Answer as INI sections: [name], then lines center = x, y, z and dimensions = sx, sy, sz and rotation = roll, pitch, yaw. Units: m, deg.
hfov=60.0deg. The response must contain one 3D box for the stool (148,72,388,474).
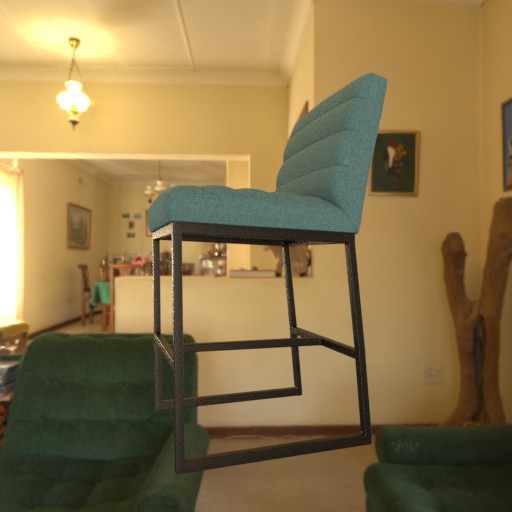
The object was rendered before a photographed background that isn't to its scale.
[stool]
center = 0.000, 0.000, 1.240
dimensions = 0.560, 0.940, 0.460
rotation = 0, 0, -19
